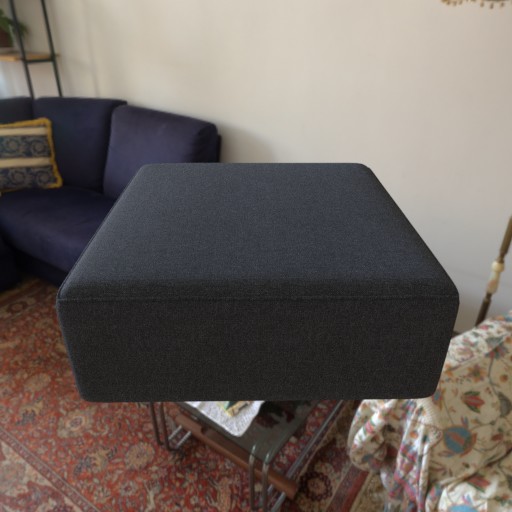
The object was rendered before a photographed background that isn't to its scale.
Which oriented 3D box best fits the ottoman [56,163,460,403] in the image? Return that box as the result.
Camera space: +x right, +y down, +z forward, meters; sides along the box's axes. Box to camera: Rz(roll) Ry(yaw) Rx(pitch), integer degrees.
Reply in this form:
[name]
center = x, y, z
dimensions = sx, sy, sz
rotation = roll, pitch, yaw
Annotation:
[ottoman]
center = 0.000, 0.000, 1.551
dimensions = 1.000, 0.439, 1.000
rotation = 0, 30, -1
